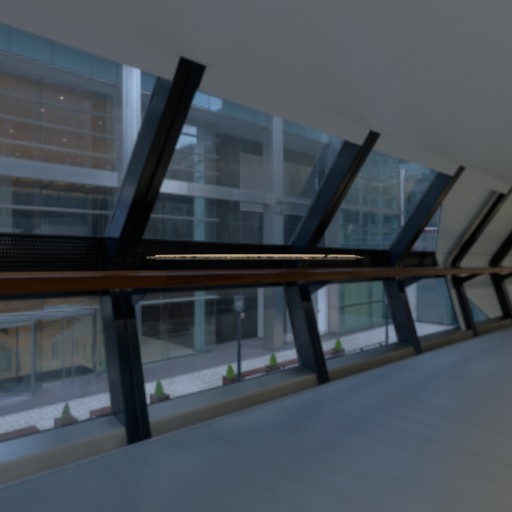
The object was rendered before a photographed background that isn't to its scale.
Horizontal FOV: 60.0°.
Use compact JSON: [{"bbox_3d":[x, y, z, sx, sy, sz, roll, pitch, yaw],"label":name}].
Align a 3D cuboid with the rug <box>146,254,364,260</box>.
[{"bbox_3d":[0.000,0.000,2.684,0.729,0.021,2.438,0,0,0],"label":"rug"}]
